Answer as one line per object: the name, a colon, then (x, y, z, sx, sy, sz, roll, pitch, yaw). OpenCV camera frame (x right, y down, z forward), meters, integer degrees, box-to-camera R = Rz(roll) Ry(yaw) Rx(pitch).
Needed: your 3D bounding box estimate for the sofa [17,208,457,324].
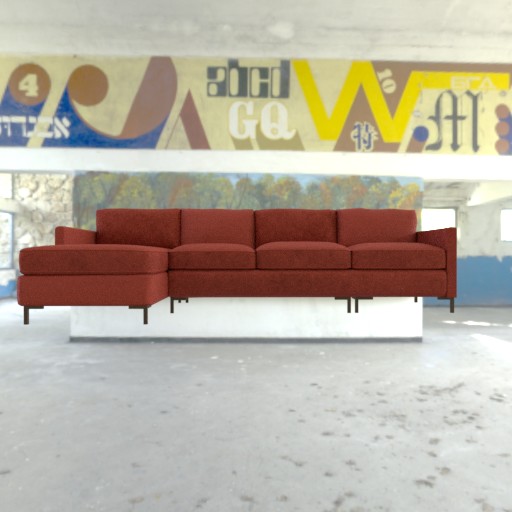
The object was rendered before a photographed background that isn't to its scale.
sofa: (0.000, 0.000, 3.865, 3.400, 0.967, 1.500, 0, 0, -1)
